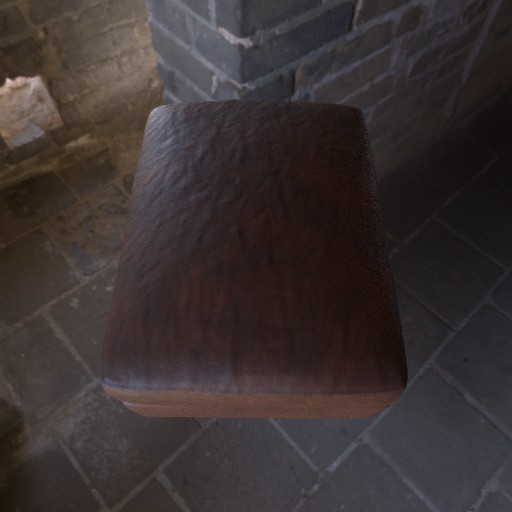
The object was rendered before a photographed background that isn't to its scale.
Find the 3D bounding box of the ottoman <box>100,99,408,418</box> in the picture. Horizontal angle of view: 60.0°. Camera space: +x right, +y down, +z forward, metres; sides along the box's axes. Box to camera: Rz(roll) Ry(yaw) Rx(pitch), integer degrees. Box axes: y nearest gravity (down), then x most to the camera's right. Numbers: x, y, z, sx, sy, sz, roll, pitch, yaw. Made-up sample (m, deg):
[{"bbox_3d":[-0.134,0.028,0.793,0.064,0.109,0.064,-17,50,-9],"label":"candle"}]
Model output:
[{"bbox_3d":[0.000,0.000,1.264,0.659,0.527,0.887,0,59,0],"label":"ottoman"}]
